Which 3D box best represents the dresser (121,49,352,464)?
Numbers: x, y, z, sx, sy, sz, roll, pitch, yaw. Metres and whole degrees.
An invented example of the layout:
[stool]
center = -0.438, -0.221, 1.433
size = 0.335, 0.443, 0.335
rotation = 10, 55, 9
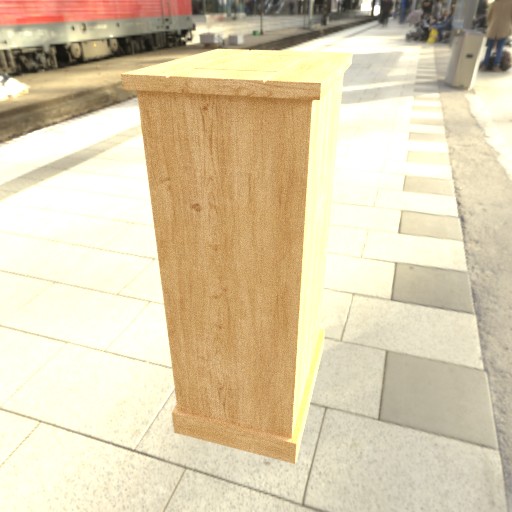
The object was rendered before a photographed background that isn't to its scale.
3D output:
[dresser]
center = 0.000, 0.000, 1.289
size = 0.390, 1.041, 0.531
rotation = 8, 31, 14
